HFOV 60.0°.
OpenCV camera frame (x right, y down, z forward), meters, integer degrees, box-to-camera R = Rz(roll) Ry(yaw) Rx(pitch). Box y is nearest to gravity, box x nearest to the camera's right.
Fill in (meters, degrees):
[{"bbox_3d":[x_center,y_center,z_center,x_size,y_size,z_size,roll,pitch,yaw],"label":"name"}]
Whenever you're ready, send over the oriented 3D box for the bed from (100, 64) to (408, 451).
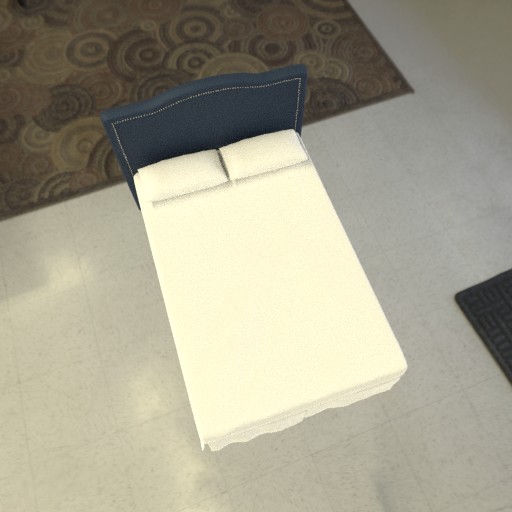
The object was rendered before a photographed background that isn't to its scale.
[{"bbox_3d":[0.000,0.000,3.546,1.741,1.441,2.507,-17,65,-8],"label":"bed"}]
